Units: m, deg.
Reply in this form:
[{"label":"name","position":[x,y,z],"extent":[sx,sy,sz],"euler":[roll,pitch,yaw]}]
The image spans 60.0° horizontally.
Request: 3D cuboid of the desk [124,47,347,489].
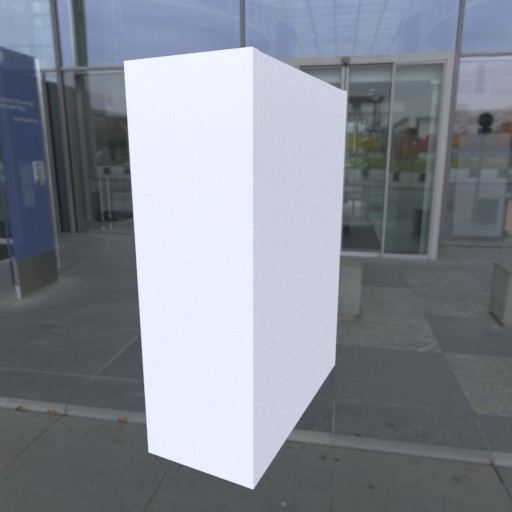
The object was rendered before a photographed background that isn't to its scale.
[{"label":"desk","position":[0.000,0.000,1.592],"extent":[0.390,1.190,0.850],"euler":[6,15,25]}]
